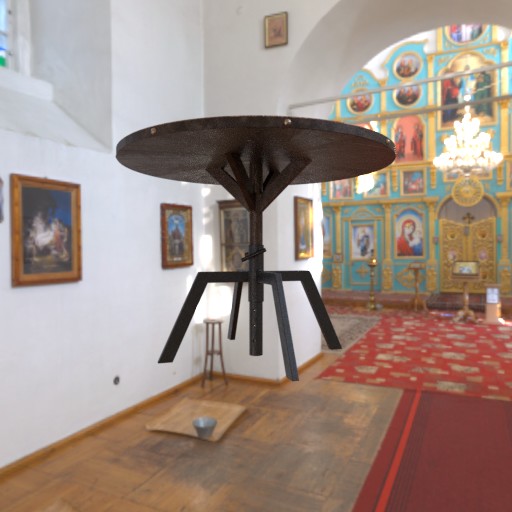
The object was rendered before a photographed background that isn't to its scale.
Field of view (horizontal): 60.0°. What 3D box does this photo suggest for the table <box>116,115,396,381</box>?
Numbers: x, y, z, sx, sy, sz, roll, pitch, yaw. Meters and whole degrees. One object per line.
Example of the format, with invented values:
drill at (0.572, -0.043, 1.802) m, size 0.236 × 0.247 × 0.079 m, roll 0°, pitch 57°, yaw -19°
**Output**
table at (0.000, 0.000, 1.471) m, size 0.885 × 0.658 × 0.885 m, roll 0°, pitch 0°, yaw 0°
